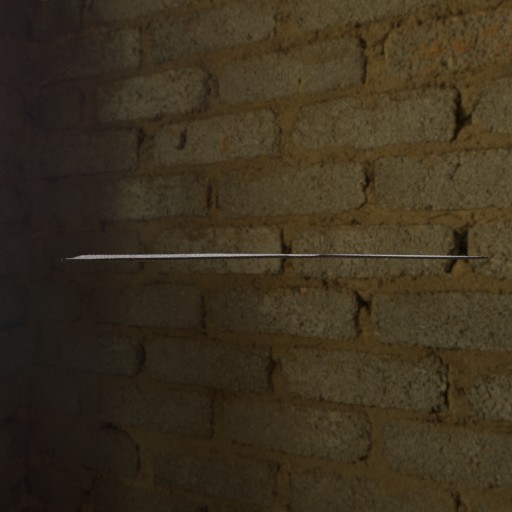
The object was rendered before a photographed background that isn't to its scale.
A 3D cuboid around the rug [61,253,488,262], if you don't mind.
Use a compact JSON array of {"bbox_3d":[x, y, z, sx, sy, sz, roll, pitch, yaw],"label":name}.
[{"bbox_3d":[0.000,0.000,4.271,3.202,0.045,2.434,0,1,-17],"label":"rug"}]
